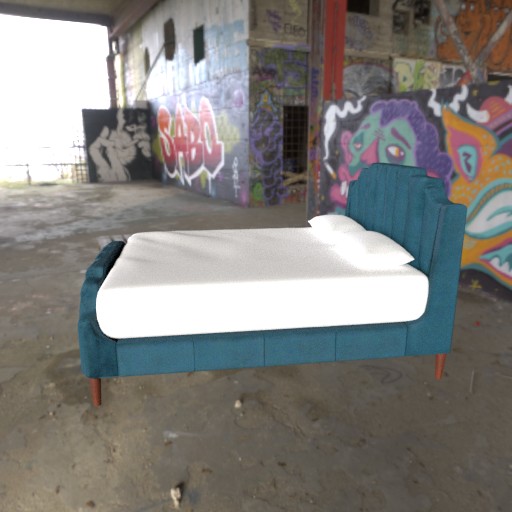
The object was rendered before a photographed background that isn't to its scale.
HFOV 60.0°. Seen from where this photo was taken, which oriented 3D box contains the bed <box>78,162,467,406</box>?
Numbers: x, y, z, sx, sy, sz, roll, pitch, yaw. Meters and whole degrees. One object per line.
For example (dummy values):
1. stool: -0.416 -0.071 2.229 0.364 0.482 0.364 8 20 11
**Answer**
1. bed: 0.000 0.000 3.384 2.322 1.351 1.676 -2 15 -8
